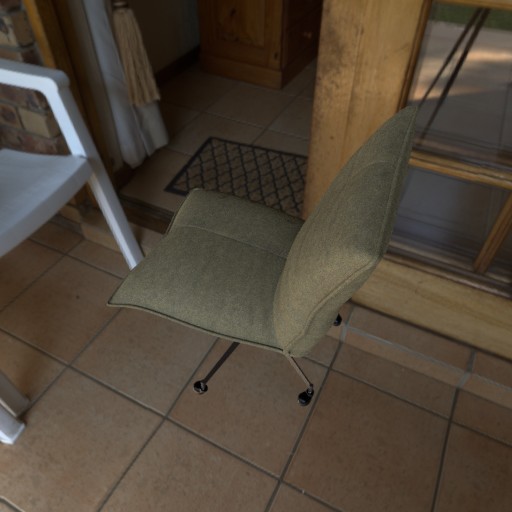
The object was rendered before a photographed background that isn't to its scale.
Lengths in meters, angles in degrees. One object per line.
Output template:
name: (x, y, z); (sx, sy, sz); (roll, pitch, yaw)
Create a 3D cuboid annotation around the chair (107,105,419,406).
chair: (0.000, 0.000, 1.309); (0.696, 0.811, 0.597); (16, 48, 15)
